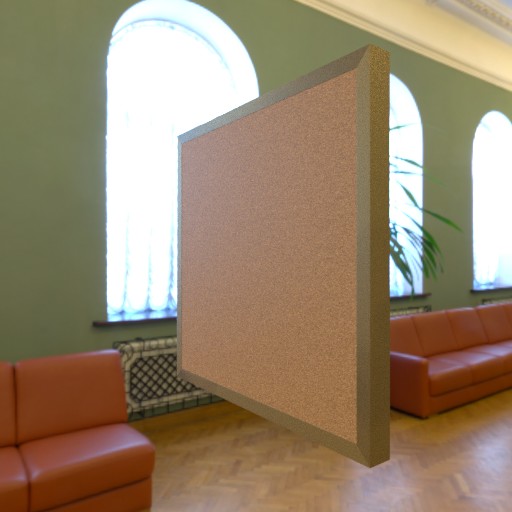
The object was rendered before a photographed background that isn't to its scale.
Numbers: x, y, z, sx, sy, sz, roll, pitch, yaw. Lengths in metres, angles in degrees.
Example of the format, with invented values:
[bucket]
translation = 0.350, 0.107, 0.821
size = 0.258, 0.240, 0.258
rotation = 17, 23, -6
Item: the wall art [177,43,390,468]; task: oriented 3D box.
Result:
[wall art]
translation = 0.000, 0.000, 0.745
size = 0.038, 0.508, 0.507
rotation = 0, 0, -37
